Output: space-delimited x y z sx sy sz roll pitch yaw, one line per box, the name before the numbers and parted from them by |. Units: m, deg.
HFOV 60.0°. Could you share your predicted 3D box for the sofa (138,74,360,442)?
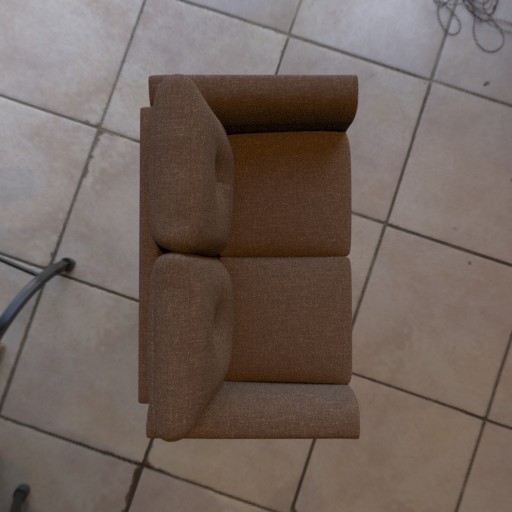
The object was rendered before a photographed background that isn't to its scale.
sofa | 0.000 0.000 1.903 0.851 0.885 1.423 0 88 1
